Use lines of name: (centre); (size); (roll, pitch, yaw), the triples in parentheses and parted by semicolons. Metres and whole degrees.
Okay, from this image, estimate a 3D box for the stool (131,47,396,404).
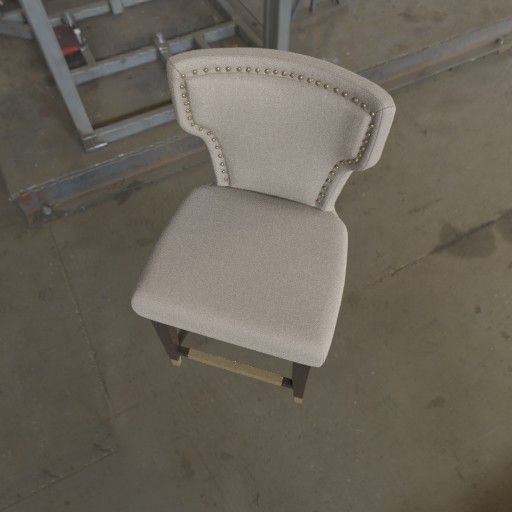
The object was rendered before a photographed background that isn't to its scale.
stool: (0.000, 0.000, 1.300); (0.527, 0.982, 0.563); (15, 60, 9)
